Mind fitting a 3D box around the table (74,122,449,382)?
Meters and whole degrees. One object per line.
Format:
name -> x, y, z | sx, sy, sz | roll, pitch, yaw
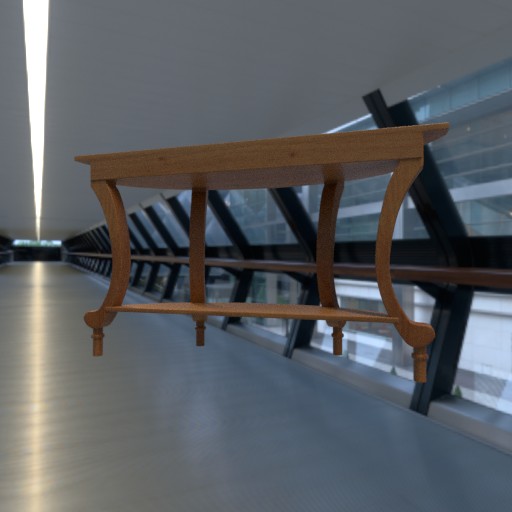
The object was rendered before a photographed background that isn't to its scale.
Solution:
table -> 0.000, 0.000, 1.533 | 1.198, 0.692, 0.394 | 0, -1, 18
